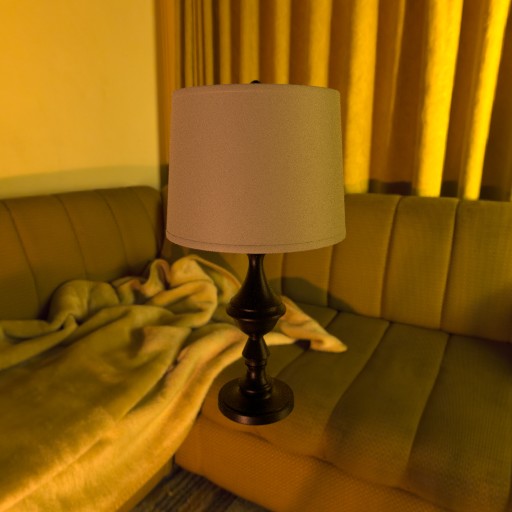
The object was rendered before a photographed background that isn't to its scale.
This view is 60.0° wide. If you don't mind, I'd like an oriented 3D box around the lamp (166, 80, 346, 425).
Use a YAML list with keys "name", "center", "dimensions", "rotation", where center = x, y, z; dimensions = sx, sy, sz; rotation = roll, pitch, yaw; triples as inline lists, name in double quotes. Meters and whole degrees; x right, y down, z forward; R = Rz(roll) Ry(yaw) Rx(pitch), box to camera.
- name: "lamp"
  center: [0.000, 0.000, 0.976]
  dimensions: [0.383, 0.726, 0.383]
  rotation: [0, 14, 0]
